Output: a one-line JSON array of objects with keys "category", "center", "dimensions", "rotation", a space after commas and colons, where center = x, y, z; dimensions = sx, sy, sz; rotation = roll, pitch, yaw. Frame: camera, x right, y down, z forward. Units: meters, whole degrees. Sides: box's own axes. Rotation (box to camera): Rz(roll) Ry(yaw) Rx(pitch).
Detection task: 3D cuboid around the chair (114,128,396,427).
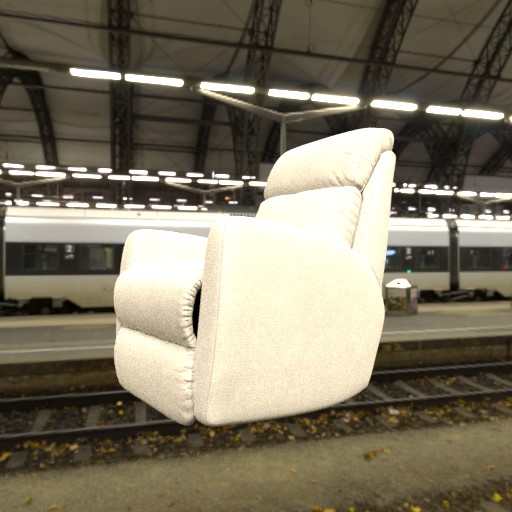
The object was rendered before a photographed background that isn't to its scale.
[{"category": "chair", "center": [0.000, 0.000, 1.714], "dimensions": [0.941, 1.015, 0.812], "rotation": [1, -1, -36]}]
